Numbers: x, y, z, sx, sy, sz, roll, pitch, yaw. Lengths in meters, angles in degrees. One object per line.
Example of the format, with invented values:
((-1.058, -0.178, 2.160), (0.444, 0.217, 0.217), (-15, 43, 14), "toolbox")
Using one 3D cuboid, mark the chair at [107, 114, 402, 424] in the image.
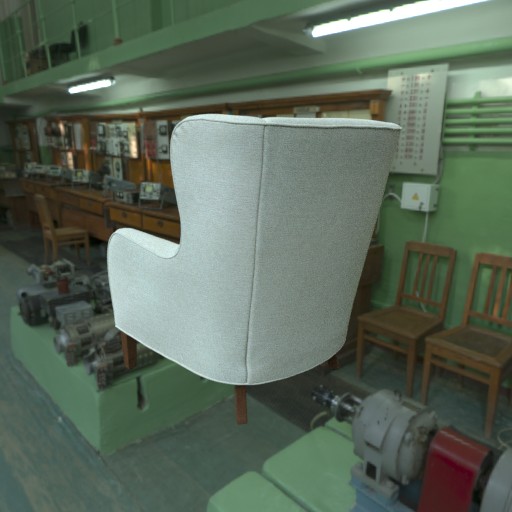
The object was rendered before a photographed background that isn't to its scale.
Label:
((0.000, 0.000, 1.770), (0.838, 1.040, 0.966), (-14, 20, -42), "chair")
